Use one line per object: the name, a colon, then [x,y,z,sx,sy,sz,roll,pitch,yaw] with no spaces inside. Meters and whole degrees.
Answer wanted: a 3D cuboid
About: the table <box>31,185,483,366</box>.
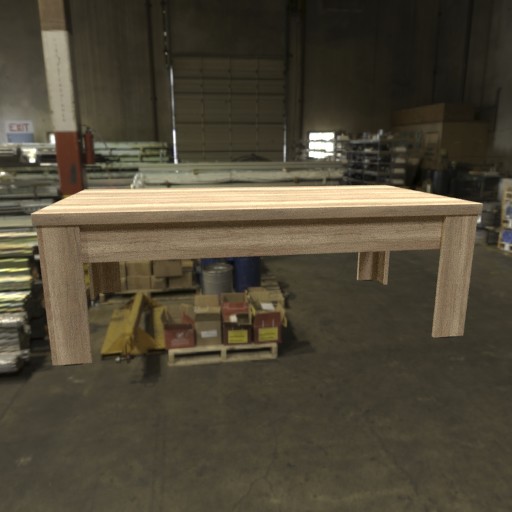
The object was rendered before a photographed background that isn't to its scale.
table: [0.000,0.000,1.695,1.350,0.460,0.700,-2,14,-9]
